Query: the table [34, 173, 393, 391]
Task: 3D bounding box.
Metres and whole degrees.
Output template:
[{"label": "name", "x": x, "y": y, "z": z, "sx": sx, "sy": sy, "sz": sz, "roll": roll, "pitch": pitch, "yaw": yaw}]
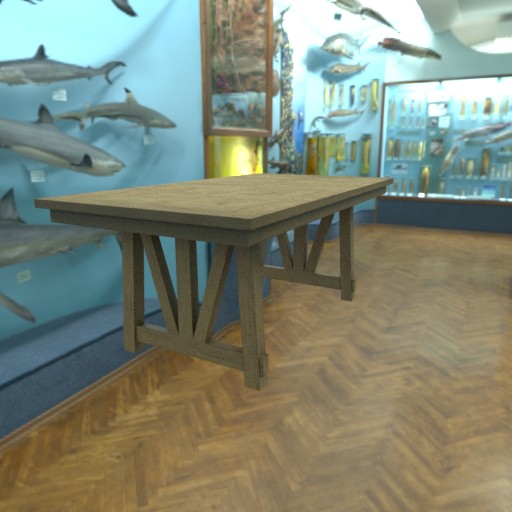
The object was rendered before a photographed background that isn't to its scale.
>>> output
[{"label": "table", "x": 0.000, "y": 0.000, "z": 2.451, "sx": 1.016, "sy": 0.768, "sz": 1.881, "roll": 8, "pitch": 16, "yaw": 28}]
